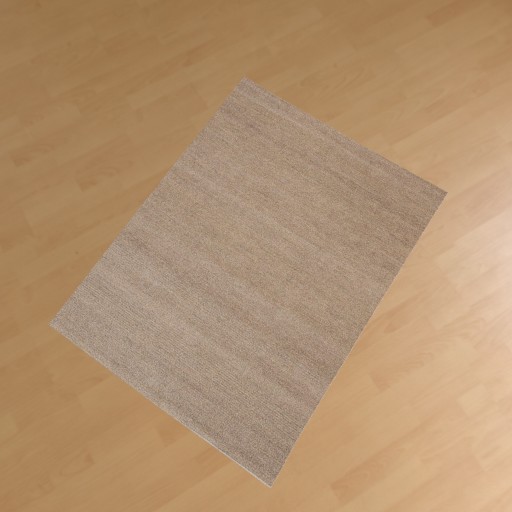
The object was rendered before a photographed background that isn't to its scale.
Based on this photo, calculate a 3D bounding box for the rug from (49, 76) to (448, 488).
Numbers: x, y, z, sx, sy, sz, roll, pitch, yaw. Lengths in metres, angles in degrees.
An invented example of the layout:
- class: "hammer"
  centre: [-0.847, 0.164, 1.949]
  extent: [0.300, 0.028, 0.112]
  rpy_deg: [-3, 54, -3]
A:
- class: "rug"
  centre: [0.000, 0.000, 4.263]
  extent: [2.467, 0.046, 3.245]
  rpy_deg: [33, 77, 8]
